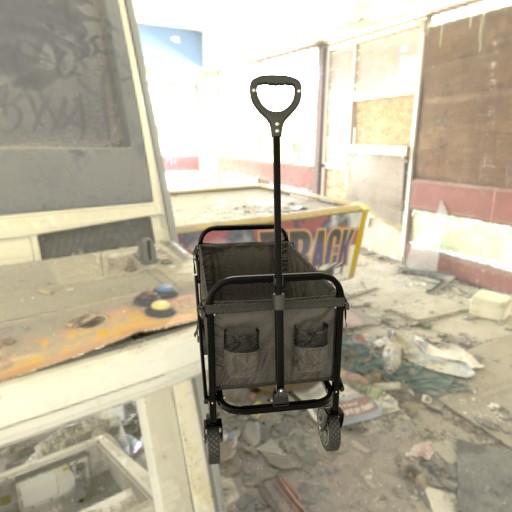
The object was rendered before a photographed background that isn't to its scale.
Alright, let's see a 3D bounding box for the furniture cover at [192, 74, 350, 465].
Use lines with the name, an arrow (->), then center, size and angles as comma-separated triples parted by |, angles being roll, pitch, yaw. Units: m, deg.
furniture cover -> 0.000, 0.000, 1.815 | 0.532, 1.295, 1.038 | -2, 15, -9
